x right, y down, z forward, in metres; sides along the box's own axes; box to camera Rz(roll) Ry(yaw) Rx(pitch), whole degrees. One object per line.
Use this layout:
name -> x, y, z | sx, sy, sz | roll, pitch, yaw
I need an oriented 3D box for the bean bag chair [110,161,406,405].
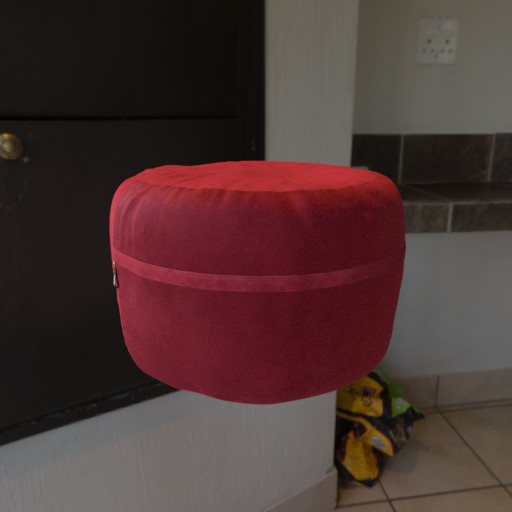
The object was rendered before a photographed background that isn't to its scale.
bean bag chair -> 0.000, 0.000, 1.935 | 1.219, 0.762, 1.219 | 0, 17, 0
